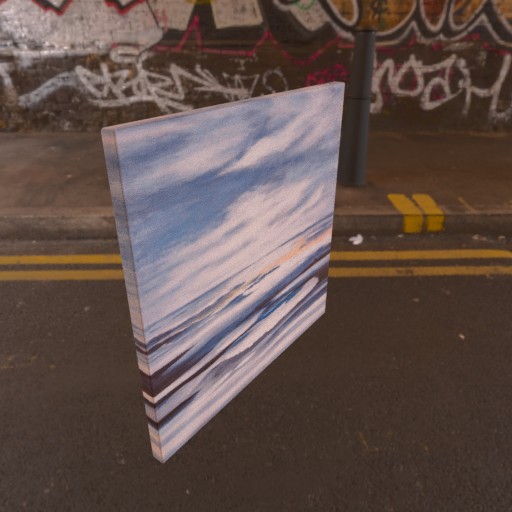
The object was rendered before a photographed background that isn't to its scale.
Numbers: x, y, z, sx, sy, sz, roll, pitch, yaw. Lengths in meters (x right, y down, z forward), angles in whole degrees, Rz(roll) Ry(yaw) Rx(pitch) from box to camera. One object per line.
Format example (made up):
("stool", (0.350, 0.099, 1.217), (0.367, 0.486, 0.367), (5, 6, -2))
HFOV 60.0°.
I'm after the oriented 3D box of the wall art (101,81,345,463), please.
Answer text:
("wall art", (0.000, 0.000, 1.106), (0.035, 0.747, 0.747), (19, 34, 32))
